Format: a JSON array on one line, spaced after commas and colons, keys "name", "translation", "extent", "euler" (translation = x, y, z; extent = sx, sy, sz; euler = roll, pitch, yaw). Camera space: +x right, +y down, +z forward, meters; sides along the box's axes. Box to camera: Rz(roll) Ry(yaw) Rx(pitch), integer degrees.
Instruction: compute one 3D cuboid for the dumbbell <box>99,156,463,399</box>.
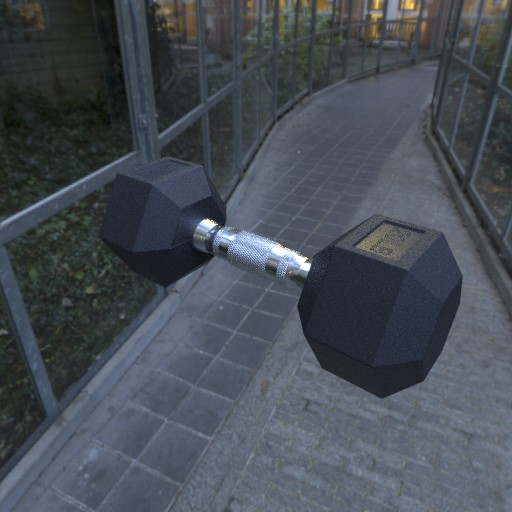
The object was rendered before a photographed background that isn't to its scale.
[{"name": "dumbbell", "translation": [0.000, 0.000, 0.326], "extent": [0.272, 0.092, 0.106], "euler": [21, 36, 32]}]
